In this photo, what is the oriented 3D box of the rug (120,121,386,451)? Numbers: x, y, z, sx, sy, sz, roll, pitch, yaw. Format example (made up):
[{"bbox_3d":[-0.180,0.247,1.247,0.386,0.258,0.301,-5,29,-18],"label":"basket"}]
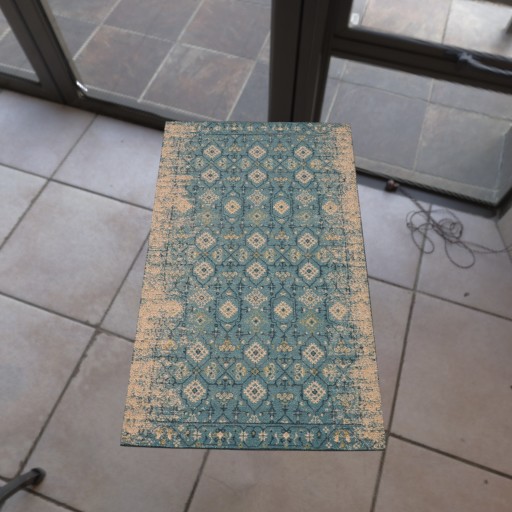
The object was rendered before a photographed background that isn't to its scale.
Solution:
[{"bbox_3d":[0.000,0.000,2.229,1.102,0.008,1.795,1,63,0],"label":"rug"}]
